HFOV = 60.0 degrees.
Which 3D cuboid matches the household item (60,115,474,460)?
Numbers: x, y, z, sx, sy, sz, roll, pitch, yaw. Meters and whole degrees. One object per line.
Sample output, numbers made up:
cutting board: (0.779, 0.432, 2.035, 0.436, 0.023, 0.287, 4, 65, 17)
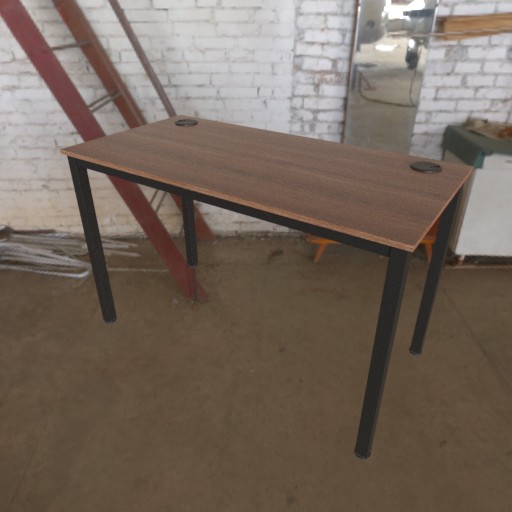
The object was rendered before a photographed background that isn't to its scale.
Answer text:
household item: (0.000, 0.000, 1.617, 1.200, 0.750, 0.600, 19, 35, 29)
